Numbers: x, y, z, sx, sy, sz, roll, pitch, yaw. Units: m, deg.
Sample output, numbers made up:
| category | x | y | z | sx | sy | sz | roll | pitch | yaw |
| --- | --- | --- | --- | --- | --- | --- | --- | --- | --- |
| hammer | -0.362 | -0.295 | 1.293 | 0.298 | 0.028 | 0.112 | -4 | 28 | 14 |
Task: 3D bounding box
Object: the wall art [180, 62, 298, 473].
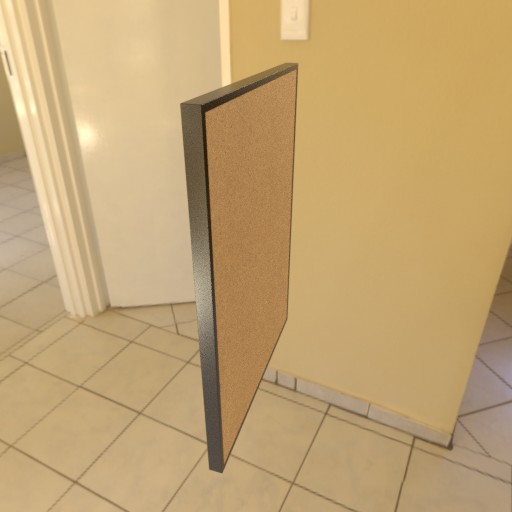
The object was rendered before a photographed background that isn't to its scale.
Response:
| category | x | y | z | sx | sy | sz | roll | pitch | yaw |
| --- | --- | --- | --- | --- | --- | --- | --- | --- | --- |
| wall art | 0.000 | 0.000 | 1.390 | 0.043 | 1.046 | 0.788 | 9 | 30 | 15 |
